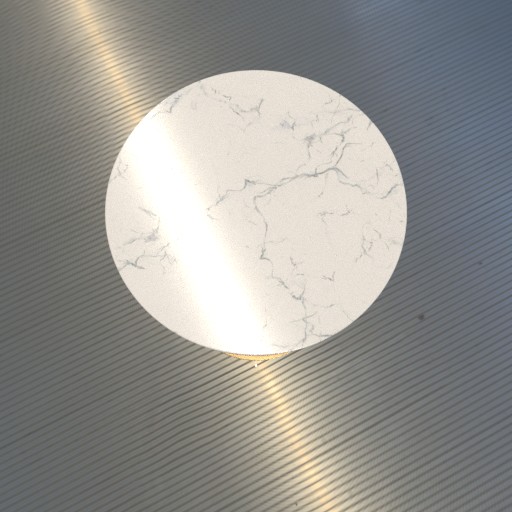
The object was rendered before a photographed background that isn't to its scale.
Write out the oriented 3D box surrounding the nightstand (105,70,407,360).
[{"bbox_3d":[0.000,0.000,0.885,0.400,0.610,0.400,17,77,4],"label":"nightstand"}]
